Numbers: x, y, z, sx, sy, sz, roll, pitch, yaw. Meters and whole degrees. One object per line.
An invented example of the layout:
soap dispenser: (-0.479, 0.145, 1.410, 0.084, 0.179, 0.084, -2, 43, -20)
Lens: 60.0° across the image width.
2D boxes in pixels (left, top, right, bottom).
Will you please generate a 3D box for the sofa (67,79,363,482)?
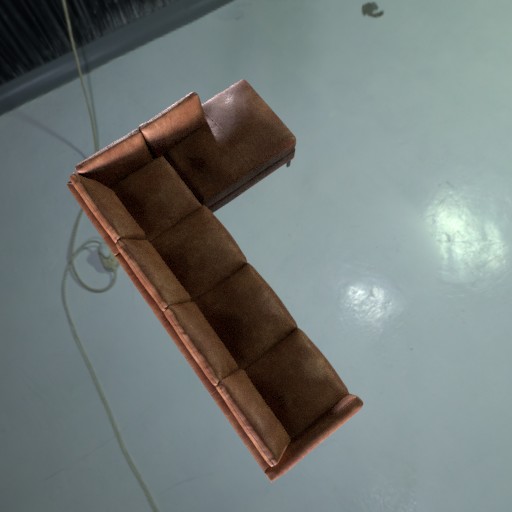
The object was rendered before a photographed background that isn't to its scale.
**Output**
sofa: (0.000, 0.000, 3.875, 1.938, 0.877, 2.984, -36, 78, -9)
